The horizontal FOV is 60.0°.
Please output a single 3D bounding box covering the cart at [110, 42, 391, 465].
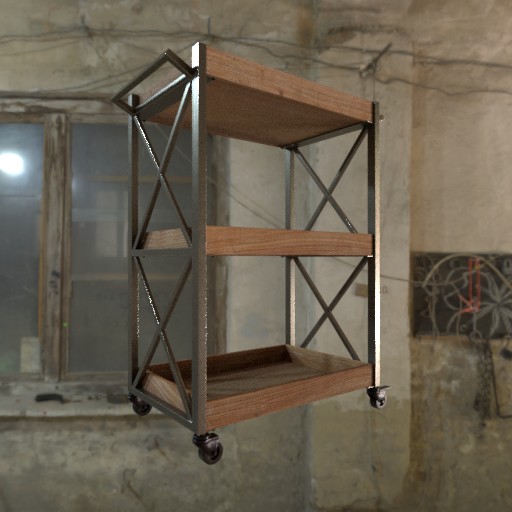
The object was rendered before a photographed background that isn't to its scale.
[{"bbox_3d":[0.000,0.000,1.179,0.673,0.835,0.377,0,0,-37],"label":"cart"}]
